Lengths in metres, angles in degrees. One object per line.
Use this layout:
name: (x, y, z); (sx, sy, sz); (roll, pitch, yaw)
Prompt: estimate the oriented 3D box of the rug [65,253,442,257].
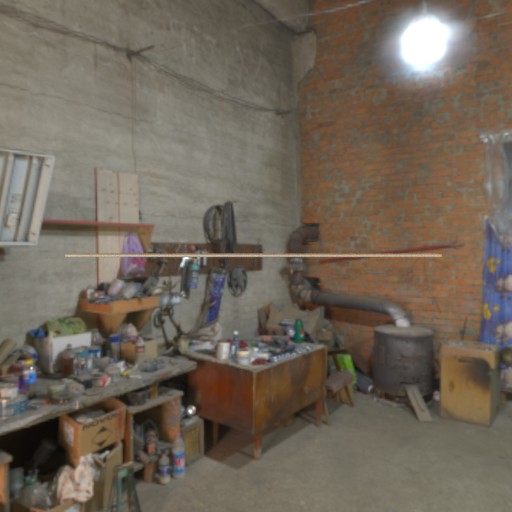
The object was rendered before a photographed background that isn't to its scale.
rug: (0.000, 0.000, 2.344); (1.219, 0.012, 1.839); (0, 0, 1)
